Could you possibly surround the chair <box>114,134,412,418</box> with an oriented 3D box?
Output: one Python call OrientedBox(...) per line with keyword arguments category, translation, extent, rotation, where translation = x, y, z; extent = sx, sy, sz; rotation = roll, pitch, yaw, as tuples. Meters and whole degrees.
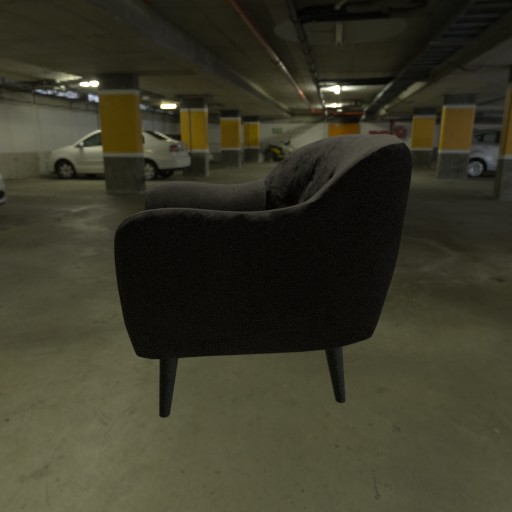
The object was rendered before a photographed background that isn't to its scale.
OrientedBox(category="chair", translation=(0.000, 0.000, 1.514), extent=(0.819, 0.807, 0.840), rotation=(-2, 14, -8))
